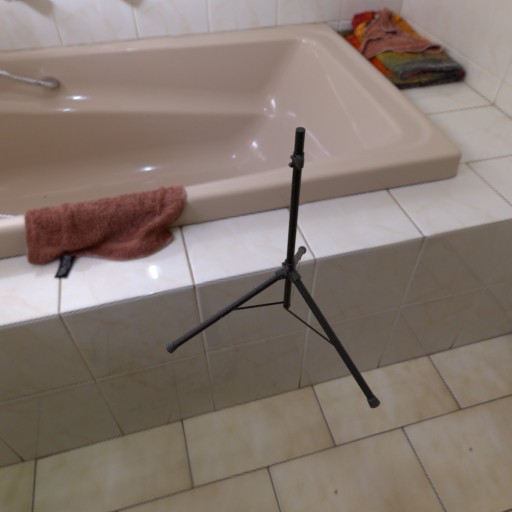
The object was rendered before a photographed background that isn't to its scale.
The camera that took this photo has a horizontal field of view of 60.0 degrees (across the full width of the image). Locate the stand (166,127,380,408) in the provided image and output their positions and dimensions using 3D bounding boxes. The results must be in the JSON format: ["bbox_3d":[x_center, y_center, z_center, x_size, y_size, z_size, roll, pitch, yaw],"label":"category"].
[{"bbox_3d":[0.000,0.000,1.863,0.907,1.136,1.045,-9,47,-9],"label":"stand"}]
